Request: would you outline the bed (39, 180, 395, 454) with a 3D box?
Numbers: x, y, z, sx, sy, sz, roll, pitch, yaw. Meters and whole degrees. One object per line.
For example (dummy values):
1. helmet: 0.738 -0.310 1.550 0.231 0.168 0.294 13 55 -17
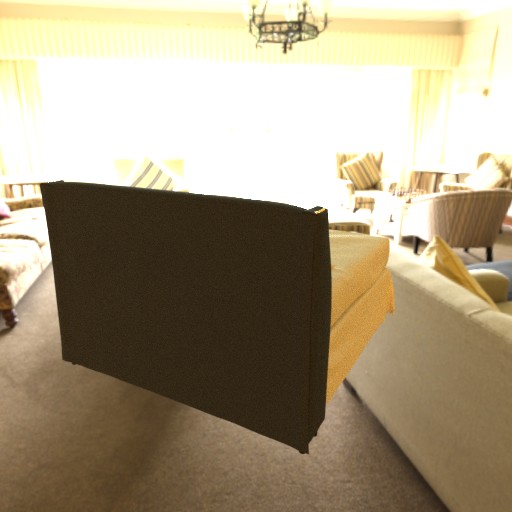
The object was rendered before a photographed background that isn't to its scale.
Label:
1. bed: 0.000 0.000 3.484 1.925 1.332 2.276 10 20 28
